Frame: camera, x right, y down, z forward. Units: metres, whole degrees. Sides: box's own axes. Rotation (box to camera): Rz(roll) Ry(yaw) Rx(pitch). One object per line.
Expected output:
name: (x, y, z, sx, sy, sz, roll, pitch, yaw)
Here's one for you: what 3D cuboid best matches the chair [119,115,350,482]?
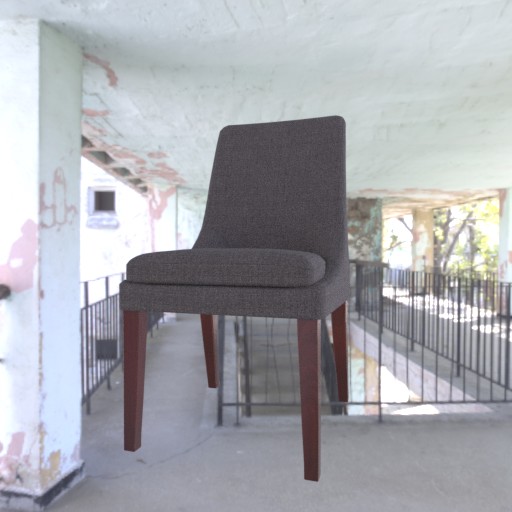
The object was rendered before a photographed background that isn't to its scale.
chair: (0.000, 0.000, 1.307, 0.508, 0.952, 0.655, 0, 1, 18)
